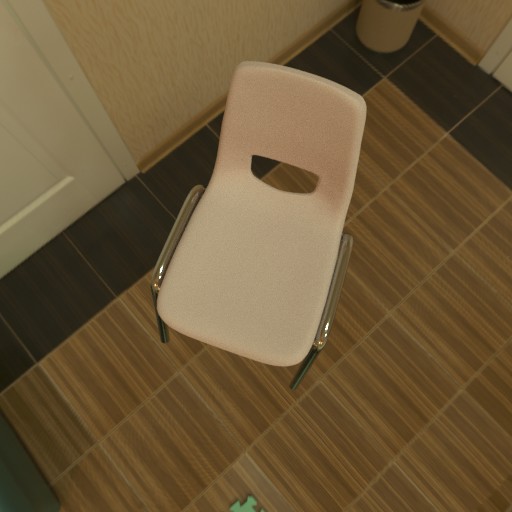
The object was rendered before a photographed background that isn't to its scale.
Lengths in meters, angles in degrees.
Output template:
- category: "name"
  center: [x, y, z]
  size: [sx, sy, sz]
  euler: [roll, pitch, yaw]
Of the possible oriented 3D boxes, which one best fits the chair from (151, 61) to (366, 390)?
- category: "chair"
  center: [0.000, 0.000, 0.844]
  size: [0.354, 0.586, 0.423]
  euler: [19, 76, 5]
